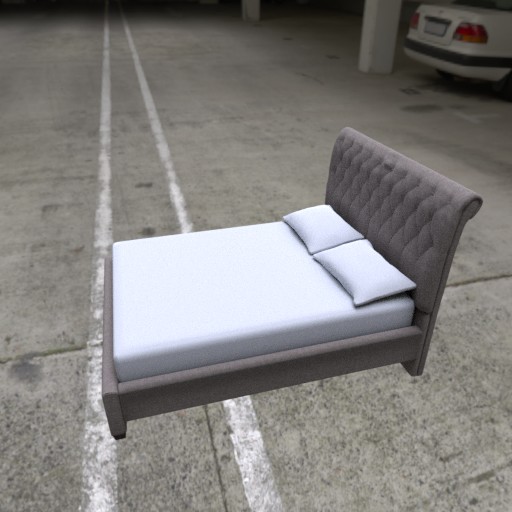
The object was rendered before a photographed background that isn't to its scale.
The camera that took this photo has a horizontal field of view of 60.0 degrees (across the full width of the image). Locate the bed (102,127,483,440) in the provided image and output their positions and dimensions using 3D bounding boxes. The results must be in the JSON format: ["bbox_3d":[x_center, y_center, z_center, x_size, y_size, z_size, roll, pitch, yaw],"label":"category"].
[{"bbox_3d":[0.000,0.000,3.269,2.252,1.371,1.645,-8,31,-14],"label":"bed"}]
